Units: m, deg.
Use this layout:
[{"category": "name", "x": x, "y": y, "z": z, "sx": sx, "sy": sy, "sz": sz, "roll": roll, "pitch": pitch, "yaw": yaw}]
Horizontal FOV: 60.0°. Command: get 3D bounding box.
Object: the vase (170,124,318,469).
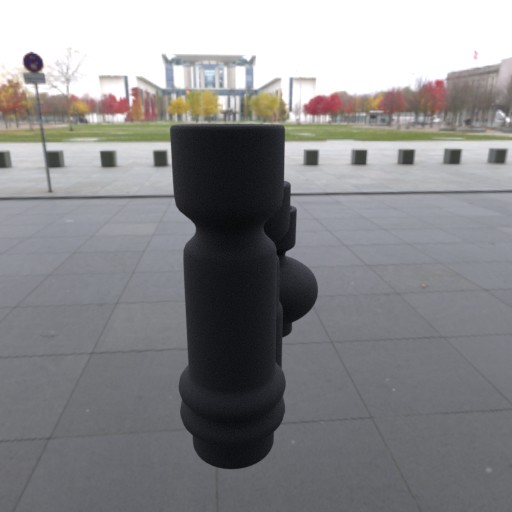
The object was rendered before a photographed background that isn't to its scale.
[{"category": "vase", "x": 0.000, "y": 0.000, "z": 0.433, "sx": 0.120, "sy": 0.249, "sz": 0.307, "roll": 3, "pitch": 17, "yaw": 9}]
